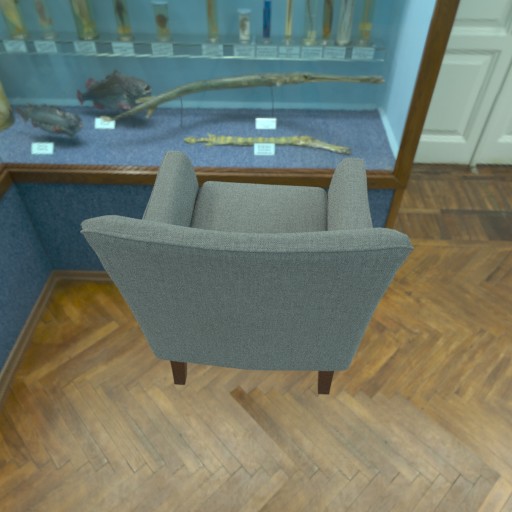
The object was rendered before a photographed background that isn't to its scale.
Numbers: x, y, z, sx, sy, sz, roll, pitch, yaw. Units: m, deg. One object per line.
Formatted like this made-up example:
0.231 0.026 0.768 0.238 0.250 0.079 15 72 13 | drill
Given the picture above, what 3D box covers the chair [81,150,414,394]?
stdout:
0.000 0.000 1.774 0.887 1.047 0.993 3 45 3 | chair
